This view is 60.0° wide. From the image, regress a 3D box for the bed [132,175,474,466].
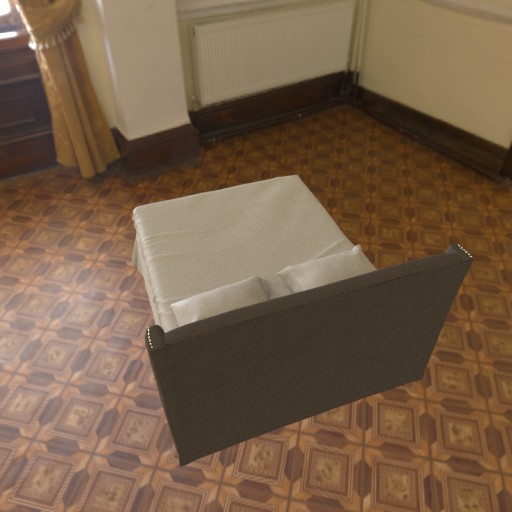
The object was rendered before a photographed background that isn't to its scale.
[{"bbox_3d":[0.000,0.000,3.546,1.925,1.332,2.276,-14,44,-15],"label":"bed"}]
